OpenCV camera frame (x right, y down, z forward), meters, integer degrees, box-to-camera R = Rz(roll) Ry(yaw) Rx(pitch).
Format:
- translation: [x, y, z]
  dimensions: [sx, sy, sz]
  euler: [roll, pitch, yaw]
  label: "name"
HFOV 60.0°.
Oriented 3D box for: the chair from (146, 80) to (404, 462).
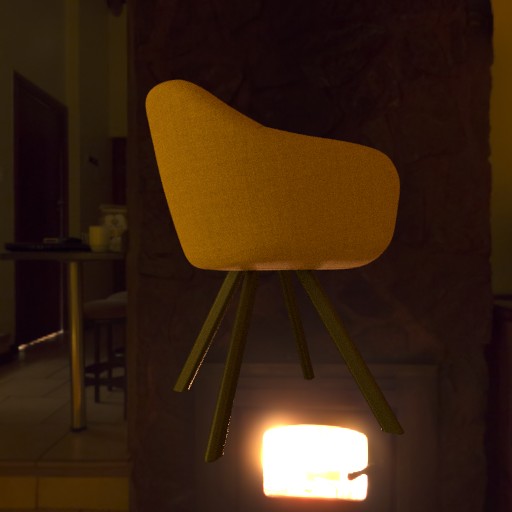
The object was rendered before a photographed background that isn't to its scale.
- translation: [0.000, 0.000, 1.141]
  dimensions: [0.550, 0.795, 0.590]
  euler: [0, 0, -18]
  label: "chair"
